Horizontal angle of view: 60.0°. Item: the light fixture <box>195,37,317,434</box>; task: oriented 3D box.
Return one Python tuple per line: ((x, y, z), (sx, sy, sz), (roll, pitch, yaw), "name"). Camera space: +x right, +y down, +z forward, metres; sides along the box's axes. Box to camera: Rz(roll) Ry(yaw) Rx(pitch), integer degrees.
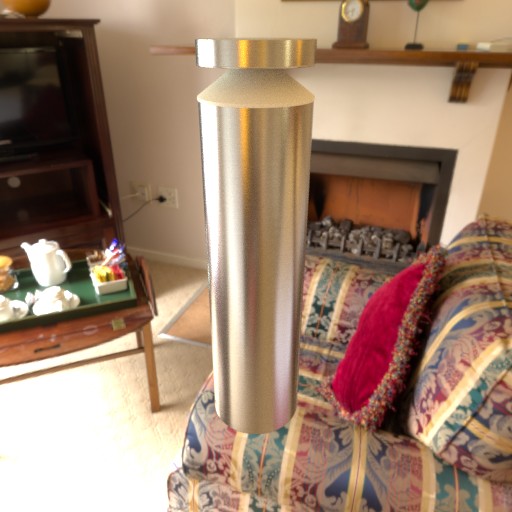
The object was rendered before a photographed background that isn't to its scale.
((0.000, 0.000, 0.454), (0.102, 0.400, 0.102), (-9, 28, -17), "light fixture")
